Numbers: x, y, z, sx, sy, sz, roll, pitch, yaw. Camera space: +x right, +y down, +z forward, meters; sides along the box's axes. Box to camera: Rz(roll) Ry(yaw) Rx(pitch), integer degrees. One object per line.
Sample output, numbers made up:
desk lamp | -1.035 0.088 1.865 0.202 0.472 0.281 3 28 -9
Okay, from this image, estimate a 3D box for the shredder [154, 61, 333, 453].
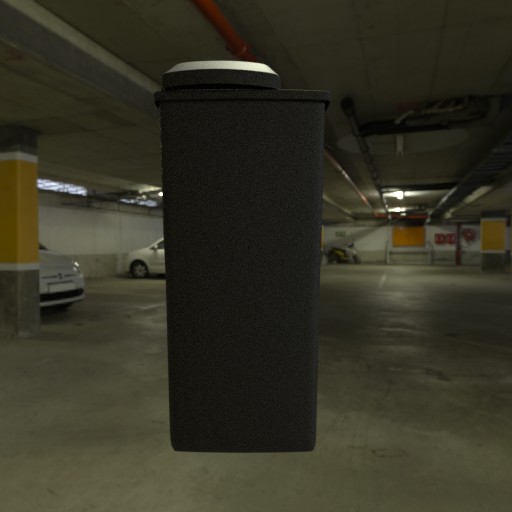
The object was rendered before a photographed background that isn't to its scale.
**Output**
shredder | 0.000 0.000 0.509 0.170 0.335 0.320 0 1 0
